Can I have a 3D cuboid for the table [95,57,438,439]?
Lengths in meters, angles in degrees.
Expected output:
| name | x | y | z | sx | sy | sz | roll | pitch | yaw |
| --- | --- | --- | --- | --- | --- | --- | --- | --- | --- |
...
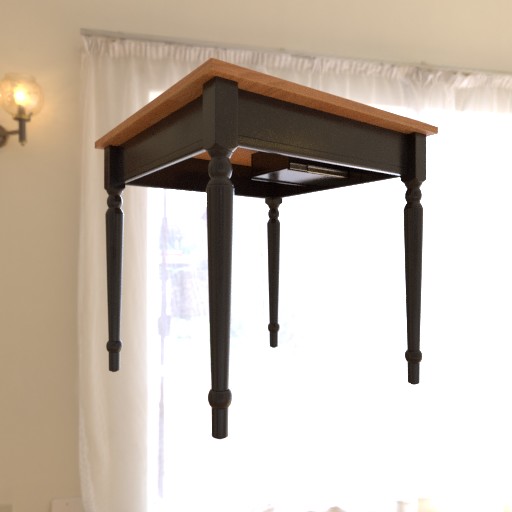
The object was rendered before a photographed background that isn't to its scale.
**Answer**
| name | x | y | z | sx | sy | sz | roll | pitch | yaw |
| --- | --- | --- | --- | --- | --- | --- | --- | --- | --- |
| table | 0.000 | 0.000 | 1.347 | 0.747 | 0.738 | 0.747 | 0 | 0 | -36 |
